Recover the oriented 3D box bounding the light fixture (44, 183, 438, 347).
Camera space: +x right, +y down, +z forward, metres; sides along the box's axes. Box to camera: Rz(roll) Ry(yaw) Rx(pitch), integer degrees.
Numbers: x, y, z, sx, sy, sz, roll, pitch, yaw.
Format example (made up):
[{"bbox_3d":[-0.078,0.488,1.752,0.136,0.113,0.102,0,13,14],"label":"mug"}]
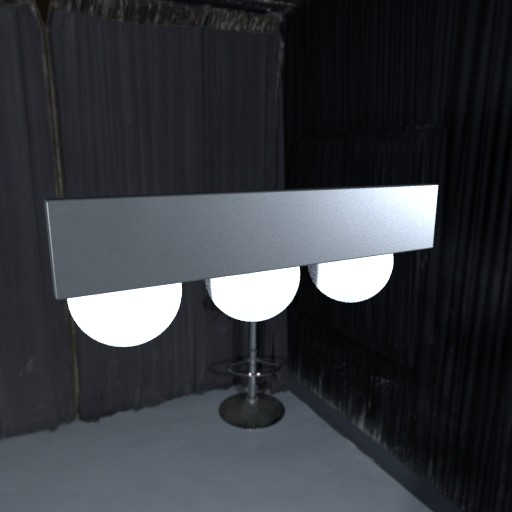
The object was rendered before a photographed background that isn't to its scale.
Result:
[{"bbox_3d":[0.000,0.000,0.848,0.721,0.263,0.218,-7,14,-28],"label":"light fixture"}]
